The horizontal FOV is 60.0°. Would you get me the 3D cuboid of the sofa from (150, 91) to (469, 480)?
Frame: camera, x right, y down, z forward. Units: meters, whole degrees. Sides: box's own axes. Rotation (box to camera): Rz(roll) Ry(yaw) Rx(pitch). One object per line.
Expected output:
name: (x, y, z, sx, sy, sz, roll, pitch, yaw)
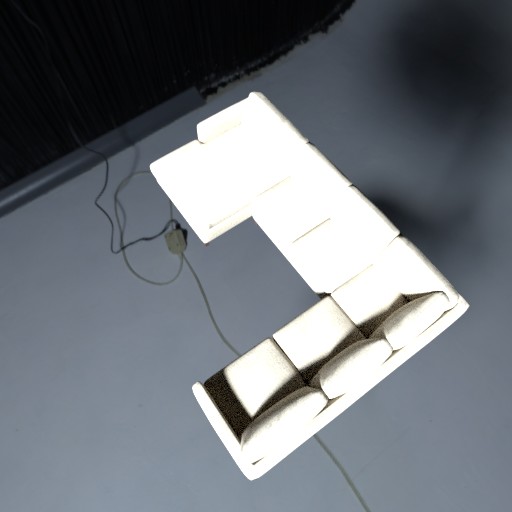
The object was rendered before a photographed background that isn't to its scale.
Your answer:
sofa: (0.000, 0.000, 4.697, 2.593, 0.959, 3.460, -33, 68, -15)
